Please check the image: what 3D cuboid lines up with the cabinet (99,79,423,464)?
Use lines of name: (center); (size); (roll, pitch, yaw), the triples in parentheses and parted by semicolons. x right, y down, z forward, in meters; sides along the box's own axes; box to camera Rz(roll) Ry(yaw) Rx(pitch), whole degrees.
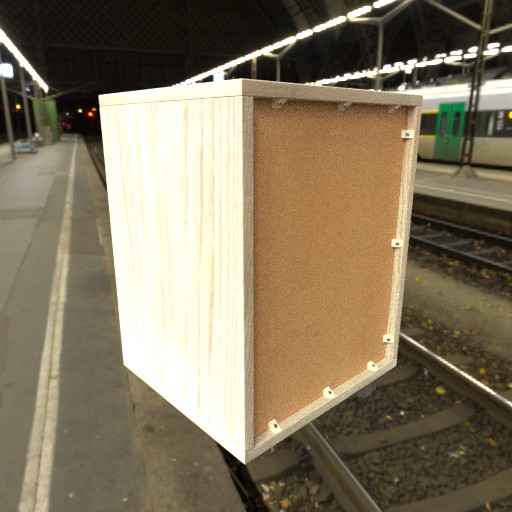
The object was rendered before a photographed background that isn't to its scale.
cabinet: (0.000, 0.000, 0.849); (0.409, 0.579, 0.401); (-14, 22, -40)
